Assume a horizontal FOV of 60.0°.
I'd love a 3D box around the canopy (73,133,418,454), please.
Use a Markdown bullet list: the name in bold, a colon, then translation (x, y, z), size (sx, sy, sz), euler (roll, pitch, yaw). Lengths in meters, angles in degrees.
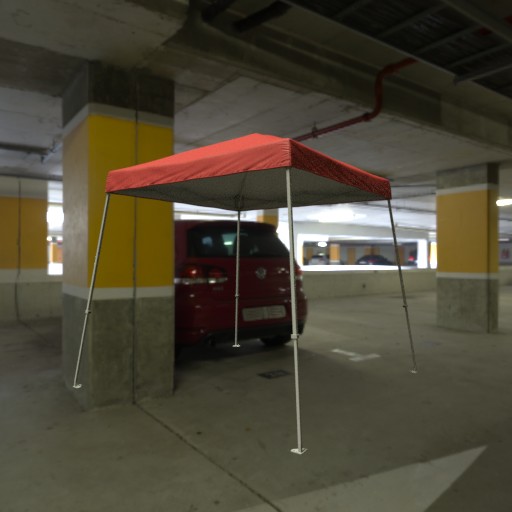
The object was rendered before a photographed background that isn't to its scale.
- **canopy**: translation (0.000, 0.000, 5.142), size (2.848, 2.849, 2.849), euler (0, -1, 36)
